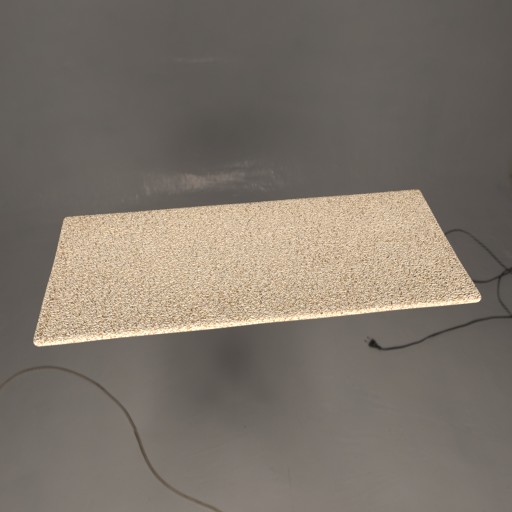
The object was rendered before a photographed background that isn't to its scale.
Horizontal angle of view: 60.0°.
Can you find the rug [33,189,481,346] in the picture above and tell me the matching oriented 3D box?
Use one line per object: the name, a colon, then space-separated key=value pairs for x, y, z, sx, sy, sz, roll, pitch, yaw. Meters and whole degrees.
rug: x=0.000 y=0.000 z=1.697 sx=1.524 sy=0.030 sz=0.609 roll=-5 pitch=48 yaw=-5
